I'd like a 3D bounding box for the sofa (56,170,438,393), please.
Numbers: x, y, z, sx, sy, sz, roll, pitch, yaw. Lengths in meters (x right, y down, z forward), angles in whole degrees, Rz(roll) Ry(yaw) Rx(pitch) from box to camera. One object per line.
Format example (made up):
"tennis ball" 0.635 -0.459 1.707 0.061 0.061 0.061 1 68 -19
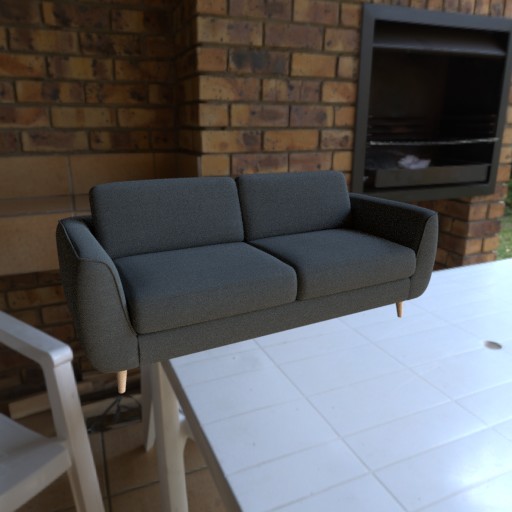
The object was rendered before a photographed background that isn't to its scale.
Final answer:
"sofa" 0.000 0.000 2.492 2.000 0.850 0.920 -9 19 -27
